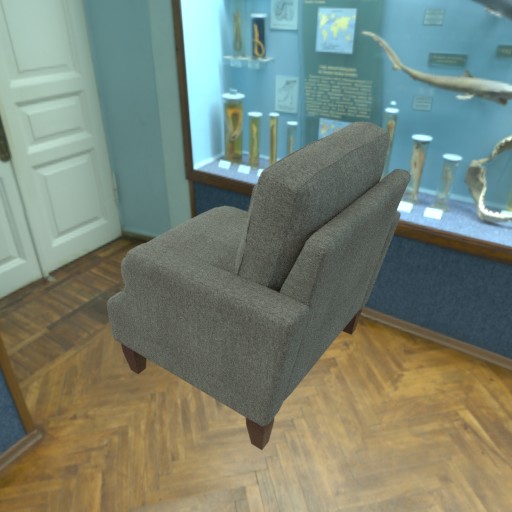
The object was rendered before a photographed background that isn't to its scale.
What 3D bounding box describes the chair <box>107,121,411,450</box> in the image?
[{"bbox_3d":[0.000,0.000,1.719,0.897,0.993,0.855,20,36,30],"label":"chair"}]
